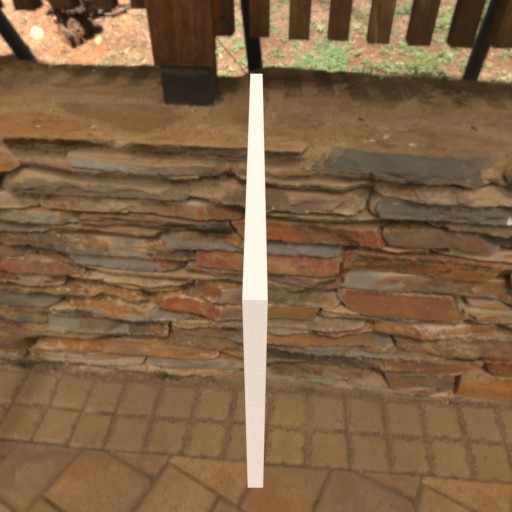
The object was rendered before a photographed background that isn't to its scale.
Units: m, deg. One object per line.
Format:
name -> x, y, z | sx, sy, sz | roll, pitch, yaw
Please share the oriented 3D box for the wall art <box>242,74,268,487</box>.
wall art -> 0.000, 0.000, 1.671 | 0.051, 0.902, 1.308 | 0, 41, 0
